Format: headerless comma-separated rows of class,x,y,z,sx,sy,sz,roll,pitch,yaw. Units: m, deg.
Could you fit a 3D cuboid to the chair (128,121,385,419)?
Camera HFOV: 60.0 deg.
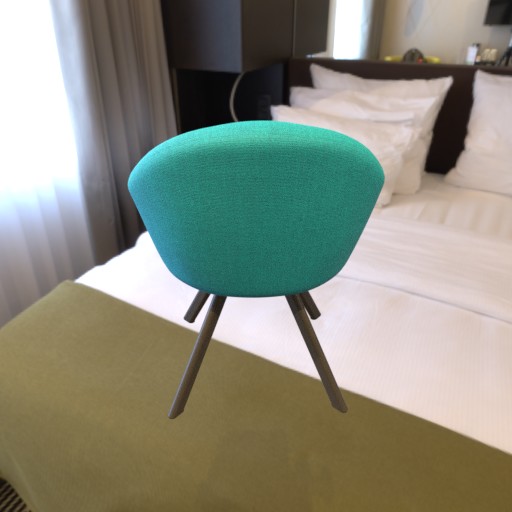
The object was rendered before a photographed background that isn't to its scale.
chair,0.000,0.000,1.169,0.590,0.795,0.550,-1,30,-2
